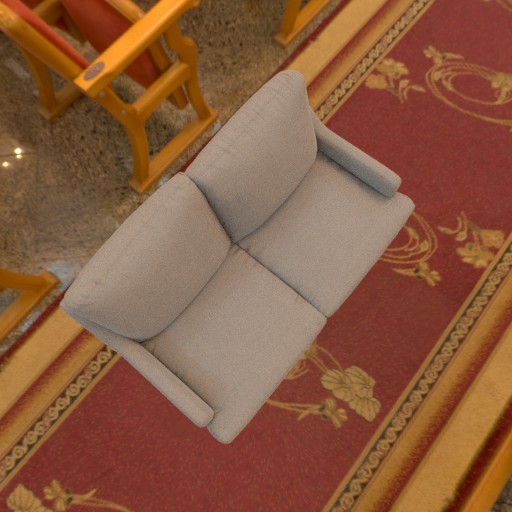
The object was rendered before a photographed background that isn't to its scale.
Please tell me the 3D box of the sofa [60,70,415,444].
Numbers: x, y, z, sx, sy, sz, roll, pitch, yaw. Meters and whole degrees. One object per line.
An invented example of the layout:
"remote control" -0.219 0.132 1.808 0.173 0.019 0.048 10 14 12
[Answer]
"sofa" 0.000 0.000 2.253 0.987 0.921 1.589 39 78 10
